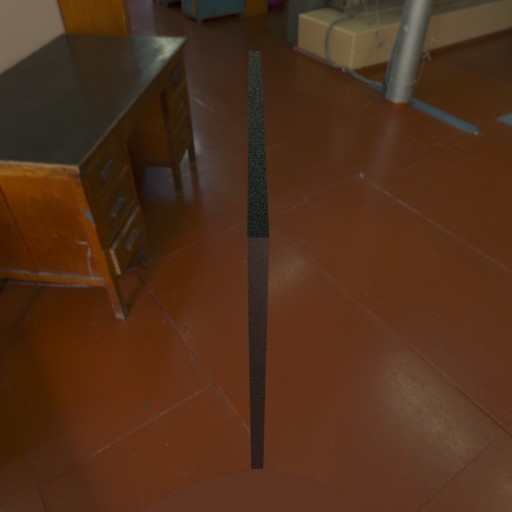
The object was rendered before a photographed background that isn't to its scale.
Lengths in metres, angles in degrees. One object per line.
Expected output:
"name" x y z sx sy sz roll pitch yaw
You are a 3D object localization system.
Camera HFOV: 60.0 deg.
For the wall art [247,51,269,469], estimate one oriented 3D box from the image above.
"wall art" 0.000 0.000 1.161 0.031 0.775 0.773 0 42 0
